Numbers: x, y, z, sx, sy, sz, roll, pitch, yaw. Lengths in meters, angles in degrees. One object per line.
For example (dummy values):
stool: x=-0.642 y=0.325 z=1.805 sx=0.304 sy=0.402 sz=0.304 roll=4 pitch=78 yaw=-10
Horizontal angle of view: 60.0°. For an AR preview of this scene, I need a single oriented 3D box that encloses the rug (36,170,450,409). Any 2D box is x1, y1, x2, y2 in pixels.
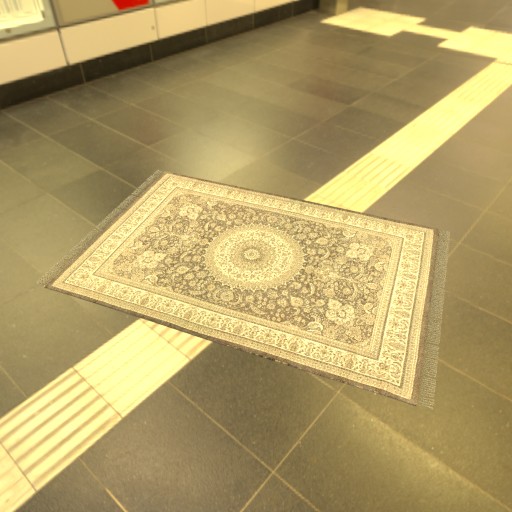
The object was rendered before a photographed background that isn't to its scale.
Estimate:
rug: x=0.000 y=0.000 z=4.239 sx=3.422 sy=0.015 sz=2.143 roll=14 pitch=43 yaw=16
